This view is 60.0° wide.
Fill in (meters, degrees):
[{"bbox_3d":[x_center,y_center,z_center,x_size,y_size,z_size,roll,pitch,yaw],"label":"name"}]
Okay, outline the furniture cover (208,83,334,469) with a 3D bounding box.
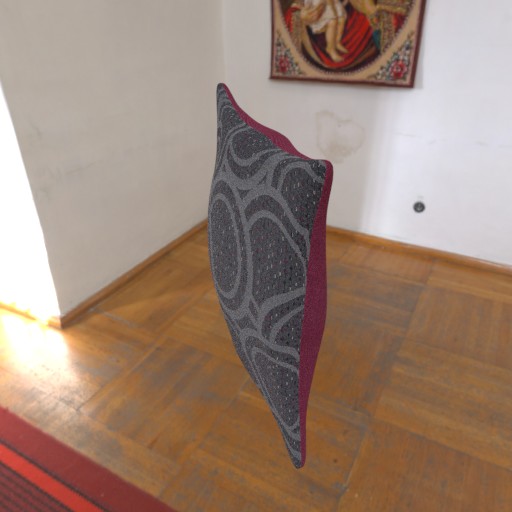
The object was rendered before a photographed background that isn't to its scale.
[{"bbox_3d":[0.000,0.000,0.796,0.163,0.513,0.514,-8,32,-14],"label":"furniture cover"}]
